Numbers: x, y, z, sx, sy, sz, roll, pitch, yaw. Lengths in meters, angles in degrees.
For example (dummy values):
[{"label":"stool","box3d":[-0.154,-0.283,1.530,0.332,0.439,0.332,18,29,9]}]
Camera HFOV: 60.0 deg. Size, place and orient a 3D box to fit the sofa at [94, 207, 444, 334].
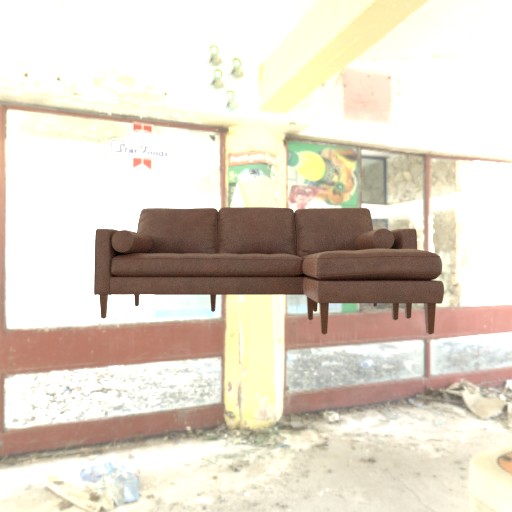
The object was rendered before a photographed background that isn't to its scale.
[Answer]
[{"label":"sofa","box3d":[0.000,0.000,3.062,2.185,0.841,1.613,0,-1,0]}]
